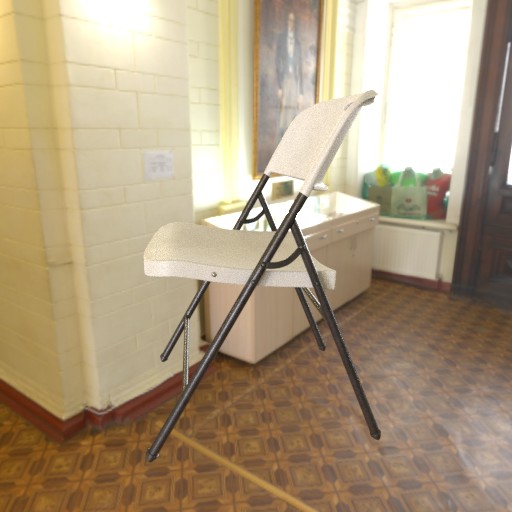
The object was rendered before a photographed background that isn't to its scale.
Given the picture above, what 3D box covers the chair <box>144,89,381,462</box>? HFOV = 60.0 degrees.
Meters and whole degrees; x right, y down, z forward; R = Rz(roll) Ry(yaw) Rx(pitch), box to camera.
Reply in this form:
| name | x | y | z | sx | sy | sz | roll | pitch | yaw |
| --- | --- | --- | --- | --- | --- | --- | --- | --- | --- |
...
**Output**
| name | x | y | z | sx | sy | sz | roll | pitch | yaw |
| --- | --- | --- | --- | --- | --- | --- | --- | --- | --- |
| chair | 0.000 | 0.000 | 1.160 | 0.566 | 0.810 | 0.494 | -2 | 15 | -8 |
